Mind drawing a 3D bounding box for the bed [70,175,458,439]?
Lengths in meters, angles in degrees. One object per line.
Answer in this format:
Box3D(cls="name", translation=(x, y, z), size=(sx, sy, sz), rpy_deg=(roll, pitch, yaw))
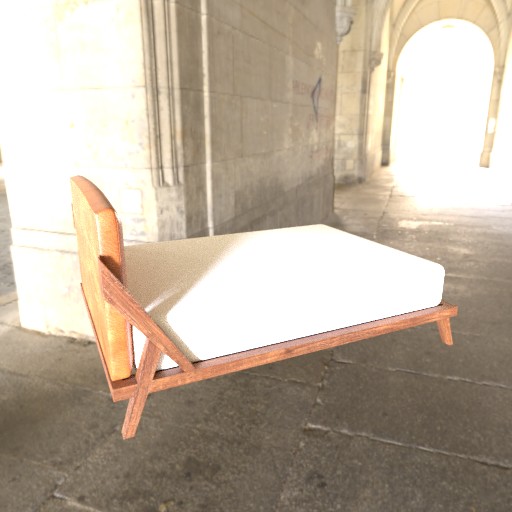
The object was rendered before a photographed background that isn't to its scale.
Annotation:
Box3D(cls="bed", translation=(0.000, 0.000, 3.215), size=(2.311, 1.168, 1.651), rpy_deg=(-8, 18, -25))
